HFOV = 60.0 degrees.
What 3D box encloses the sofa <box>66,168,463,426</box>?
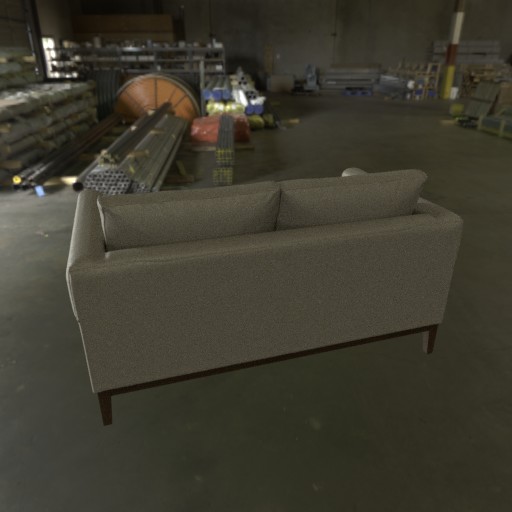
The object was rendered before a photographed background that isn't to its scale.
[{"bbox_3d":[0.000,0.000,2.136,1.598,0.873,0.899,-8,26,-16],"label":"sofa"}]
